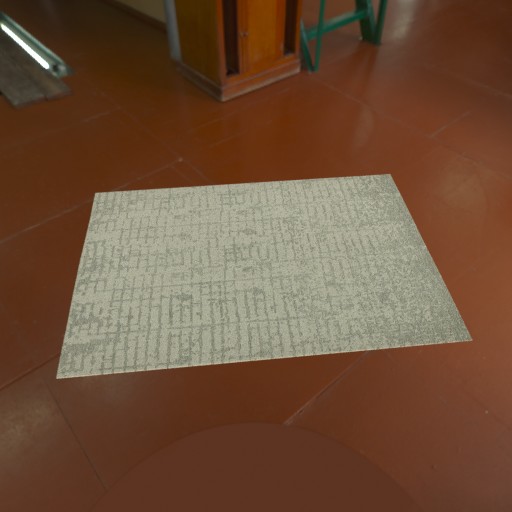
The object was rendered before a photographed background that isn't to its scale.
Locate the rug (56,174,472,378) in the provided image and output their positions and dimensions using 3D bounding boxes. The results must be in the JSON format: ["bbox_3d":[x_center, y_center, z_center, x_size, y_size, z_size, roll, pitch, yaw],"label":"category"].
[{"bbox_3d":[0.000,0.000,2.328,1.827,0.007,1.211,-4,48,-4],"label":"rug"}]
